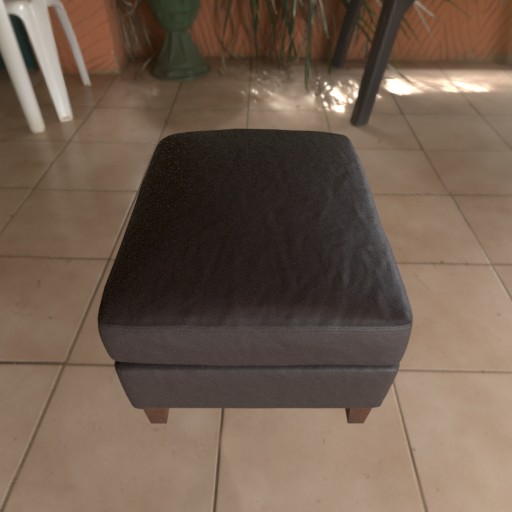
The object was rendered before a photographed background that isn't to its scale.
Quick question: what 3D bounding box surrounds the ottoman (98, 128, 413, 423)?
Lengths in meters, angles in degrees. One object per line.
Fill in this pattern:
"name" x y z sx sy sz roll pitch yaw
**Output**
"ottoman" 0.000 0.000 1.306 0.659 0.529 0.887 0 41 0
